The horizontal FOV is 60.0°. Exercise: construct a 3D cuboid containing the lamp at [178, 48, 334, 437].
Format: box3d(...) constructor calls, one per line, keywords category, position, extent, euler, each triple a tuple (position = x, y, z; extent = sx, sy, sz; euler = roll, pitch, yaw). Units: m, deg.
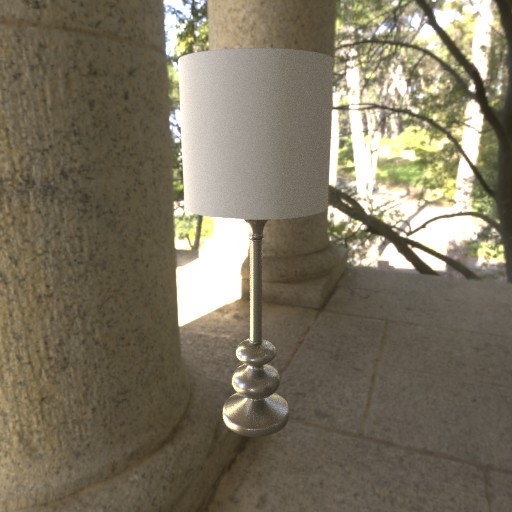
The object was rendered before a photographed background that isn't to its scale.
box3d(category="lamp", position=(0.000, 0.000, 0.822), extent=(0.254, 0.690, 0.254), euler=(-2, 16, -8))
